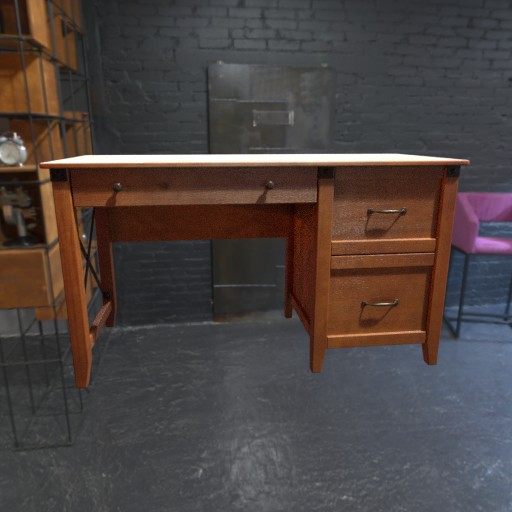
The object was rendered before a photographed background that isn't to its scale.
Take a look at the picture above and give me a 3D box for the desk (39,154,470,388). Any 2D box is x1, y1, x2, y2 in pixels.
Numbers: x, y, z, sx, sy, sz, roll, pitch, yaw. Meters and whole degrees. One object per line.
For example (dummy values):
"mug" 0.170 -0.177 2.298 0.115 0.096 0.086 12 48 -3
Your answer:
"desk" 0.000 0.000 1.742 1.353 0.756 0.574 -2 15 -7
